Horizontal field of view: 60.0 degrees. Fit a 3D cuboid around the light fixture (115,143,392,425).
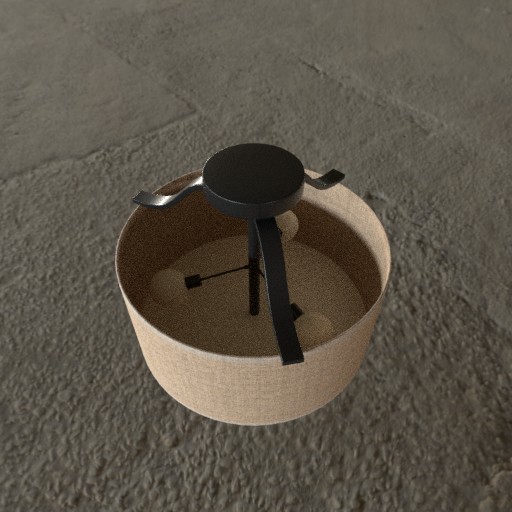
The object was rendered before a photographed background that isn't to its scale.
[{"bbox_3d":[0.000,0.000,0.652,0.390,0.306,0.390,0,46,0],"label":"light fixture"}]
